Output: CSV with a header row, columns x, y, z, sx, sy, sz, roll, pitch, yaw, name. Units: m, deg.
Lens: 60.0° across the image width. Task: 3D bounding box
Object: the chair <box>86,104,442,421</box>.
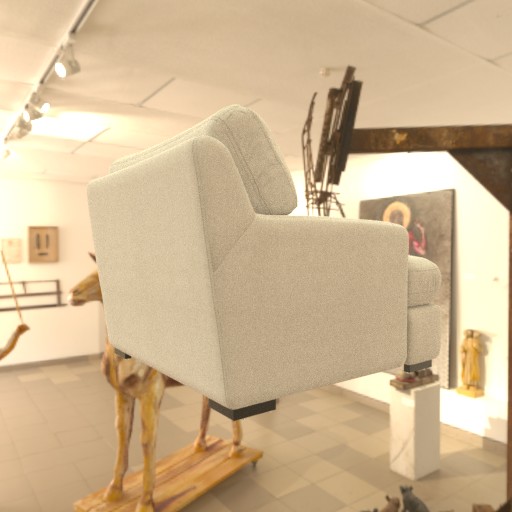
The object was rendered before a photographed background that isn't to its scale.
x,y,z,sx,sy,sz,roll,pitch,yaw,name
0.000,0.000,1.926,1.158,0.930,1.140,-1,1,-36,chair
